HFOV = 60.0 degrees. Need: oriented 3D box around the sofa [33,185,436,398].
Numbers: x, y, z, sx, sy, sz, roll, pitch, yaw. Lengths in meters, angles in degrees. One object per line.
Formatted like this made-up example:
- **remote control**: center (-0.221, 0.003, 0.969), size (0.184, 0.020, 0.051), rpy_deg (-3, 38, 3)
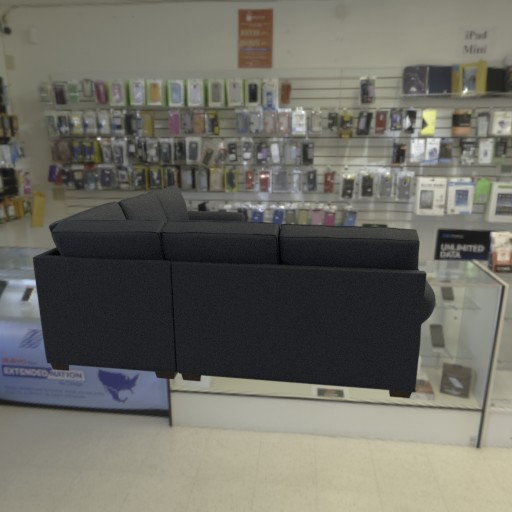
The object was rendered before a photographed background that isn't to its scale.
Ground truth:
- **sofa**: center (0.000, 0.000, 3.913), size (2.487, 1.042, 2.562), rpy_deg (2, 15, 8)
